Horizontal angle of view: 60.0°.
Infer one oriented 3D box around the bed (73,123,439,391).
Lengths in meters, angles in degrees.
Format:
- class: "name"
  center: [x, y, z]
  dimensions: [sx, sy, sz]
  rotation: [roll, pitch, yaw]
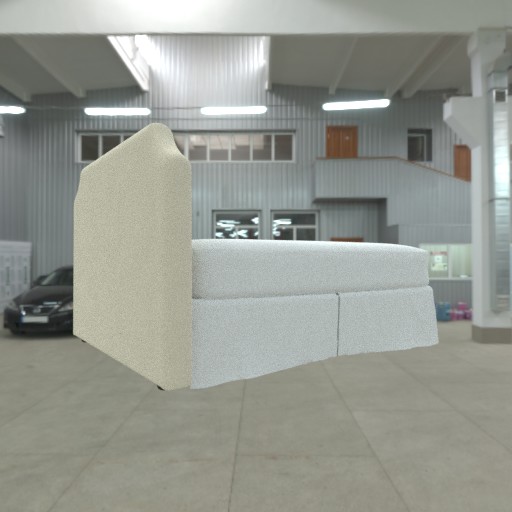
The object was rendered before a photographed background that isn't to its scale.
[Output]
- class: "bed"
  center: [0.000, 0.000, 3.319]
  dimensions: [2.209, 1.296, 1.827]
  rotation: [0, 0, -35]
